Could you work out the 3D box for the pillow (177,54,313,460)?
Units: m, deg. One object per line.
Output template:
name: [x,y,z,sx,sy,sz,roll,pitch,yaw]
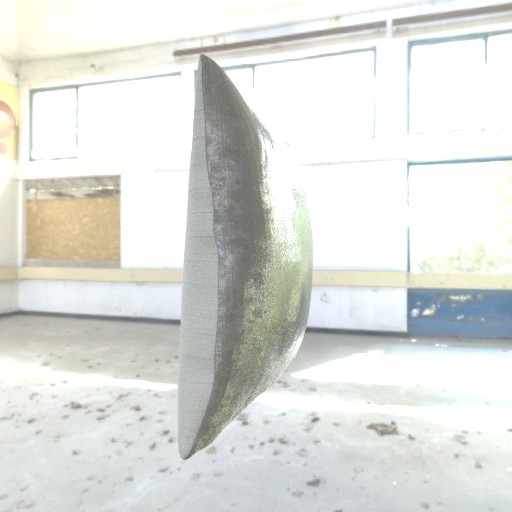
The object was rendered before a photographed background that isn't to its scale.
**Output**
pillow: [0.000,0.000,0.722,0.175,0.464,0.470,1,2,17]
